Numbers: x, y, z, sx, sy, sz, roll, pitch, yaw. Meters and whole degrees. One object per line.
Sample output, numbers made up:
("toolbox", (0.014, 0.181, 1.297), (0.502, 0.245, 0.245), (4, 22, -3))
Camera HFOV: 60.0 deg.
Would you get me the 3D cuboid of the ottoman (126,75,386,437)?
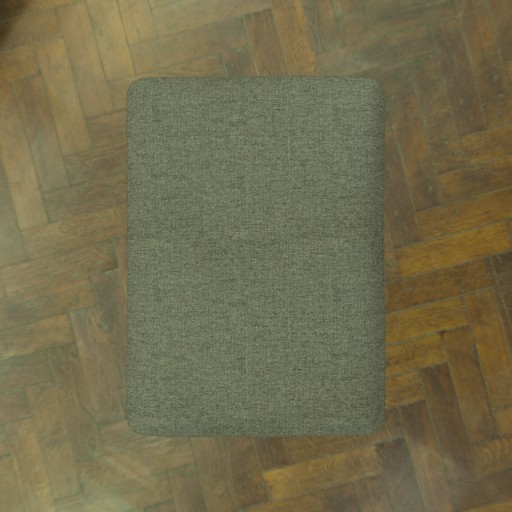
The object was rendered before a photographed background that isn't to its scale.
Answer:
("ottoman", (0.000, 0.000, 1.246), (0.637, 0.478, 0.885), (0, 90, 0))
